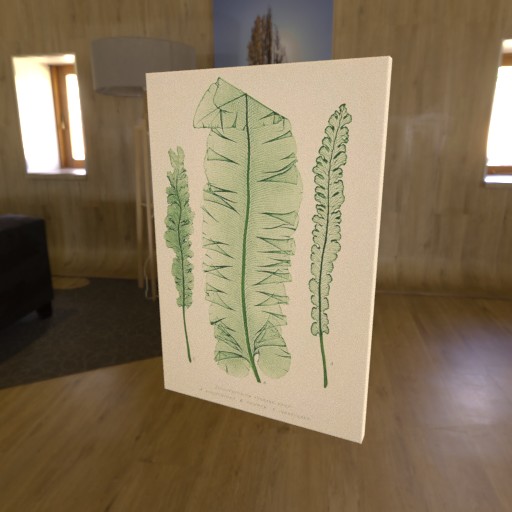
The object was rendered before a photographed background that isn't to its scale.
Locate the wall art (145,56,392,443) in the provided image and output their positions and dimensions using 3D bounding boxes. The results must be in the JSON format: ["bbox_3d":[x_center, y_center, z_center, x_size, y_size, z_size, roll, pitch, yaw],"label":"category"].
[{"bbox_3d":[0.000,0.000,1.154,0.610,0.914,0.038,7,17,24],"label":"wall art"}]
